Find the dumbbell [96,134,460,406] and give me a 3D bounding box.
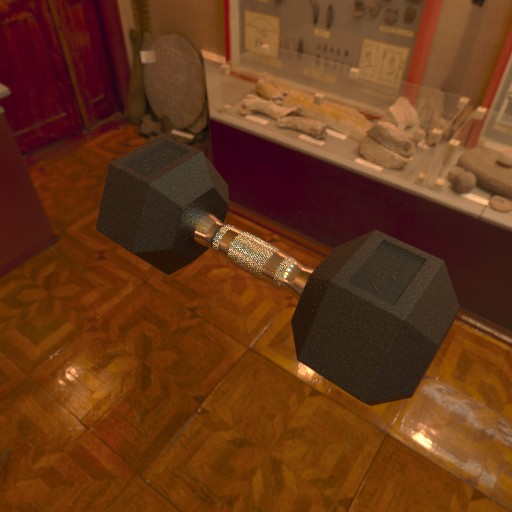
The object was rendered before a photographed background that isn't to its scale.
[{"bbox_3d":[0.000,0.000,0.425,0.356,0.123,0.141,29,52,26],"label":"dumbbell"}]
